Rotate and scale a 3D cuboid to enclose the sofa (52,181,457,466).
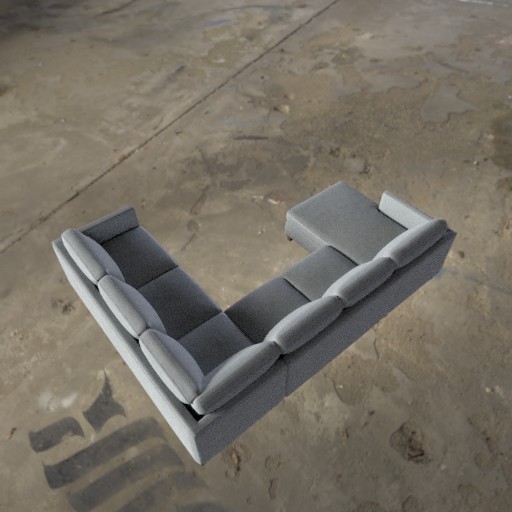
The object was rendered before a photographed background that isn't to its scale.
[{"bbox_3d":[0.000,0.000,4.612,3.238,0.853,2.551,-31,54,-26],"label":"sofa"}]
